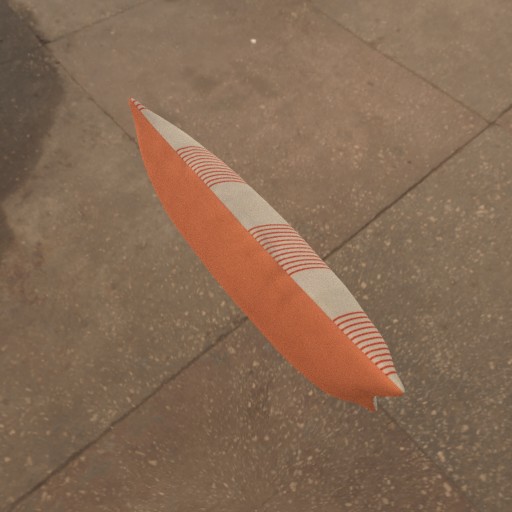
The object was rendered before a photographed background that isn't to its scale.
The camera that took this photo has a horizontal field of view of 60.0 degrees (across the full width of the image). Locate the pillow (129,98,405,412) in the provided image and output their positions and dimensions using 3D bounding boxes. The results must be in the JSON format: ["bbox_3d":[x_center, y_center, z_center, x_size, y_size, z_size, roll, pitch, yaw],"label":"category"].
[{"bbox_3d":[0.000,0.000,0.743,0.156,0.292,0.608,-34,66,-18],"label":"pillow"}]
